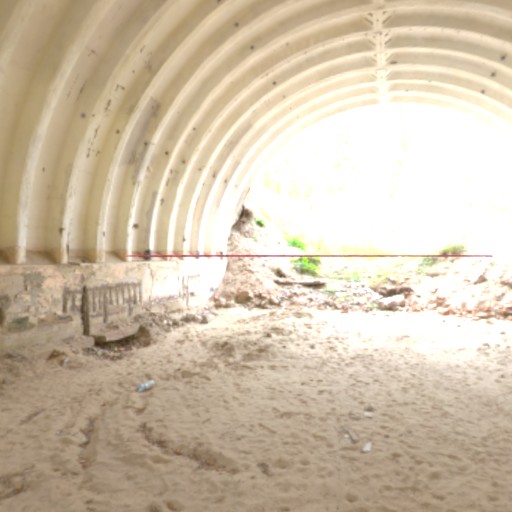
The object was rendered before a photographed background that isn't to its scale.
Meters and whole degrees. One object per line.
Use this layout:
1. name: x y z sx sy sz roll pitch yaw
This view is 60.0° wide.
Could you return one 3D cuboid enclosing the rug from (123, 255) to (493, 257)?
1. rug: 0.000 0.000 4.278 2.389 0.011 3.306 0 0 -18
